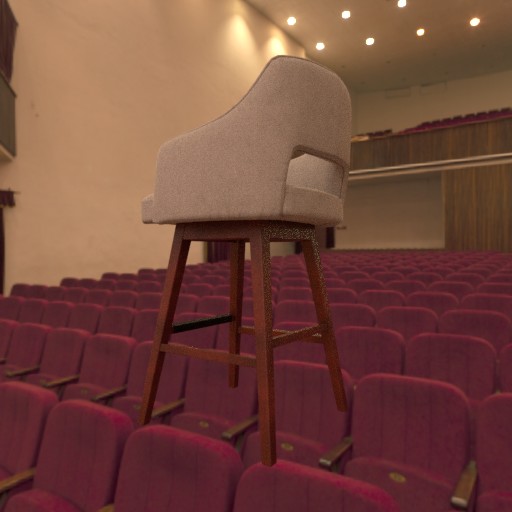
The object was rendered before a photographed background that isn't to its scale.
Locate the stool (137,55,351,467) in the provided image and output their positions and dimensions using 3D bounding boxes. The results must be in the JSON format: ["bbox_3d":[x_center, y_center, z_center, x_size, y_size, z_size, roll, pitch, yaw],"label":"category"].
[{"bbox_3d":[0.000,0.000,1.372,0.558,1.012,0.548,0,0,34],"label":"stool"}]
